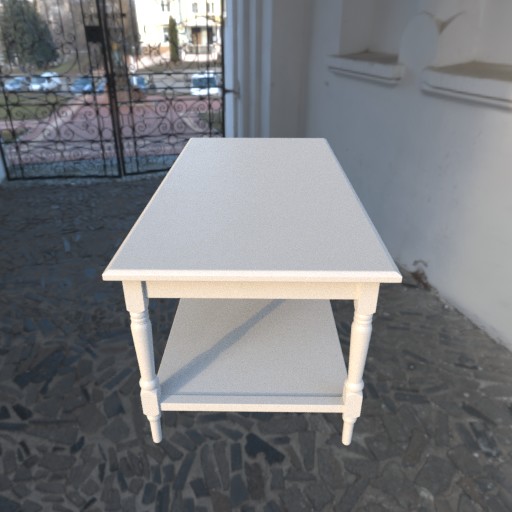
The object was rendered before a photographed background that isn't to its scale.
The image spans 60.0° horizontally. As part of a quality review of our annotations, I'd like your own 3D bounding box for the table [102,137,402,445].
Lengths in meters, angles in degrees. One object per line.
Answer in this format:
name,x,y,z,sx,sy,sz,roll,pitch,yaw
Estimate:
table,0.000,0.000,1.418,0.551,0.506,1.109,0,27,1
